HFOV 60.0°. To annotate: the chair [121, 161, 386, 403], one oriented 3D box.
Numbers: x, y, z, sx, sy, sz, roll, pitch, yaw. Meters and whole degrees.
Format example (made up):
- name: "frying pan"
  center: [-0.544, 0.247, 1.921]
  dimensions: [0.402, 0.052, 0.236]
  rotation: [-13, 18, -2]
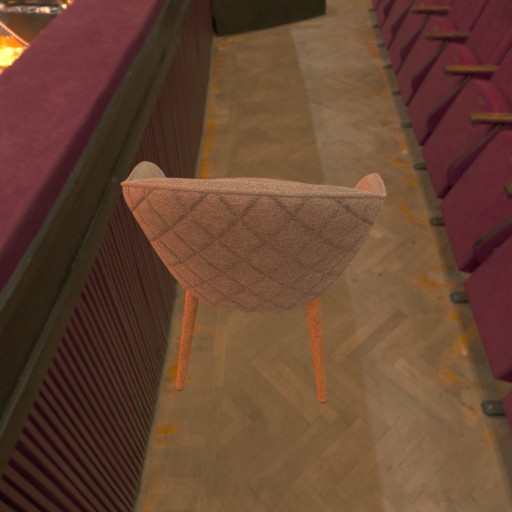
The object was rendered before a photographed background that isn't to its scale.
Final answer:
- name: "chair"
  center: [0.000, 0.000, 1.123]
  dimensions: [0.540, 0.800, 0.530]
  rotation: [4, 45, 4]
